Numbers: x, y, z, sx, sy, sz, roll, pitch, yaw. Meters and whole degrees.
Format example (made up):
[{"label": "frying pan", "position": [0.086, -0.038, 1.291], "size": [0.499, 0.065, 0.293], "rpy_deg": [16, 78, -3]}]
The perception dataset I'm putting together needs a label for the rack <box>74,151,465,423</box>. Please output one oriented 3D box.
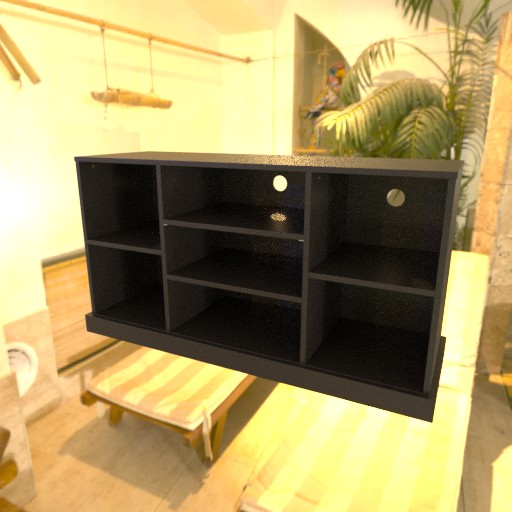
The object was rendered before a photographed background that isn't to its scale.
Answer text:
[{"label": "rack", "position": [0.000, 0.000, 1.475], "size": [1.206, 0.635, 0.399], "rpy_deg": [8, 18, 25]}]
